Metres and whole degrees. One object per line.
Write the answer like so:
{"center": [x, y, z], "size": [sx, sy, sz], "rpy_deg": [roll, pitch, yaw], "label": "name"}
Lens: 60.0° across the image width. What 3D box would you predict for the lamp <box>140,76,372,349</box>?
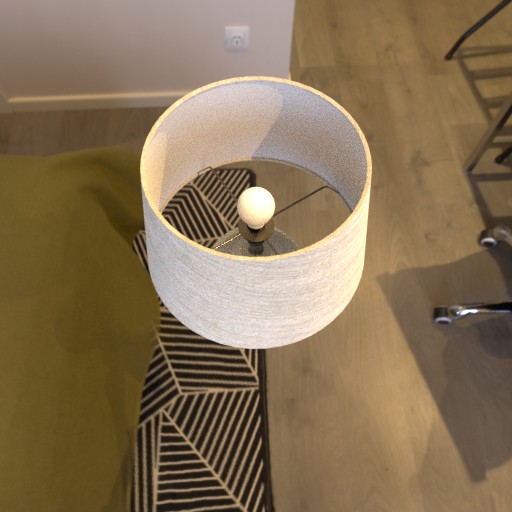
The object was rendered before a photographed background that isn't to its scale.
{"center": [0.000, 0.000, 0.850], "size": [0.390, 0.580, 0.390], "rpy_deg": [0, 63, 0], "label": "lamp"}
